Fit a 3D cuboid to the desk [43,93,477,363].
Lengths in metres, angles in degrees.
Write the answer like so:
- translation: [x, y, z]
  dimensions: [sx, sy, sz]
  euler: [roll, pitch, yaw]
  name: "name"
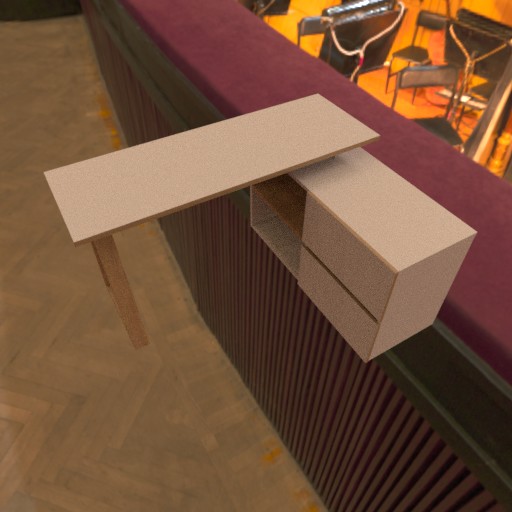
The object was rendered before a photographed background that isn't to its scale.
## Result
- translation: [0.000, 0.000, 2.028]
  dimensions: [1.404, 0.755, 1.098]
  euler: [-23, 50, -21]
  name: "desk"
